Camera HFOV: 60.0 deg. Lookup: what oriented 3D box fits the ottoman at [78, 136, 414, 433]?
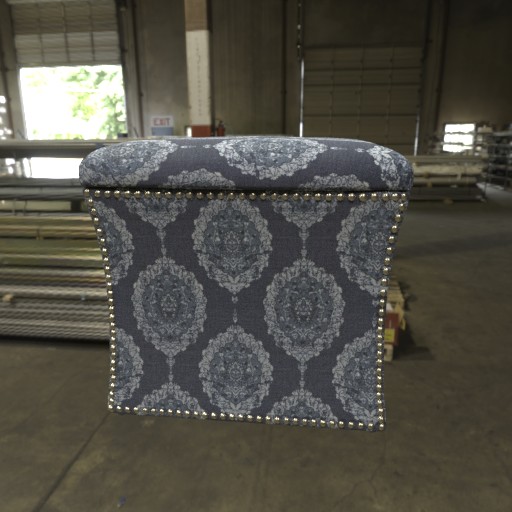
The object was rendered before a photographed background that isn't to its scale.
[{"bbox_3d":[0.000,0.000,0.910,0.507,0.475,0.497,2,15,6],"label":"ottoman"}]
